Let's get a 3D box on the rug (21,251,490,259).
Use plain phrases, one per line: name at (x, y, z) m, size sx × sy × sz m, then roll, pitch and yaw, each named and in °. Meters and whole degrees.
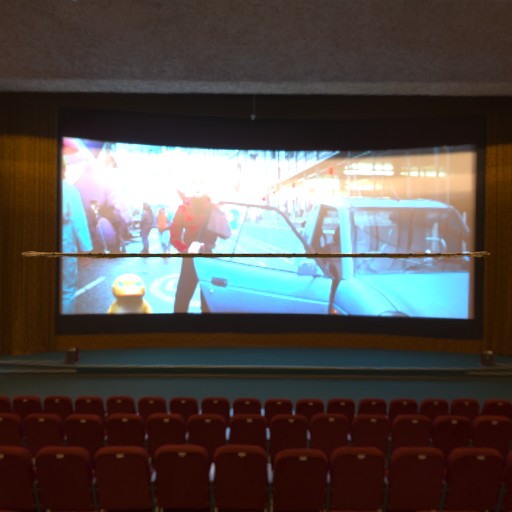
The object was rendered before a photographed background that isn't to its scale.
rug at (0.000, 0.000, 2.492) m, size 2.023 × 0.028 × 1.224 m, roll 0°, pitch -1°, yaw -1°
